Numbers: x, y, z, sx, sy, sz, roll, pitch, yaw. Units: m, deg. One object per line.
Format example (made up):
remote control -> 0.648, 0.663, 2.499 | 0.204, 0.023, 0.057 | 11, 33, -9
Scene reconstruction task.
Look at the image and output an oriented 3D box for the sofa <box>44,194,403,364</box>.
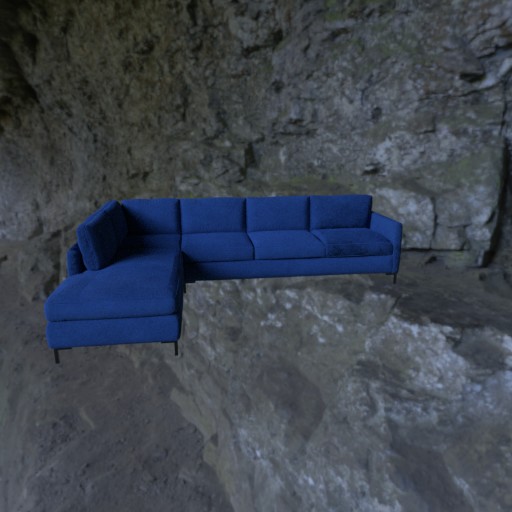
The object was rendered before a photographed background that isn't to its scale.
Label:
sofa -> 0.000, 0.000, 3.855 | 2.949, 0.815, 2.007 | -2, 15, -8
